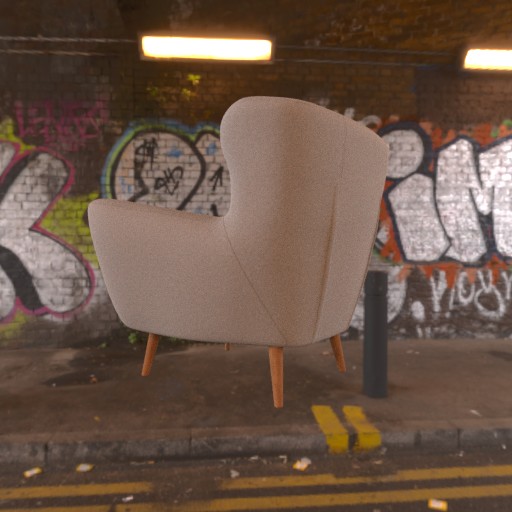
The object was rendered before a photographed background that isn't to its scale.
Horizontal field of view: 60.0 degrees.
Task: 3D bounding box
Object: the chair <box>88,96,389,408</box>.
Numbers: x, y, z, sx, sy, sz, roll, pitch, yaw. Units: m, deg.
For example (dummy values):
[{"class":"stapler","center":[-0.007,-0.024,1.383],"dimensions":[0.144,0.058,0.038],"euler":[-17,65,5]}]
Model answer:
[{"class":"chair","center":[0.000,0.000,1.650],"dimensions":[0.889,0.889,0.890],"euler":[1,2,35]}]
